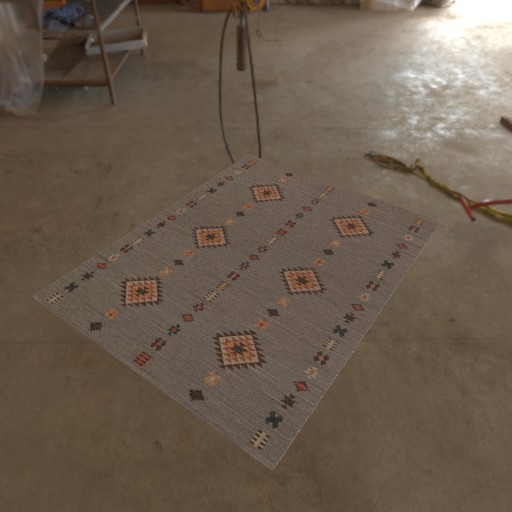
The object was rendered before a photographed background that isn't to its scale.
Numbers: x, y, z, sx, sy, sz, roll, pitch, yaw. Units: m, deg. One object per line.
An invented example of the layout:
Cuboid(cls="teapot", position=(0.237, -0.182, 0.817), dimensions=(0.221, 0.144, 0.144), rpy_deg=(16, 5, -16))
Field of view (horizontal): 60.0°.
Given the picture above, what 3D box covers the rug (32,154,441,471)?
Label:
Cuboid(cls="rug", position=(0.000, 0.000, 4.082), dimensions=(2.425, 0.008, 3.035), rpy_deg=(25, 47, 26))
